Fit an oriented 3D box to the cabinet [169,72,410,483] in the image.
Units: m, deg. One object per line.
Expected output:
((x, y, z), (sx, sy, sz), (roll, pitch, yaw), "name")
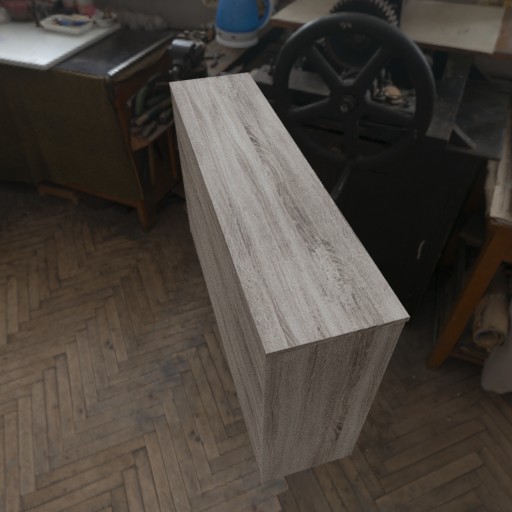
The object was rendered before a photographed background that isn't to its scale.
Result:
((0.000, 0.000, 1.850), (0.380, 0.900, 1.450), (-12, 47, -11), "cabinet")
